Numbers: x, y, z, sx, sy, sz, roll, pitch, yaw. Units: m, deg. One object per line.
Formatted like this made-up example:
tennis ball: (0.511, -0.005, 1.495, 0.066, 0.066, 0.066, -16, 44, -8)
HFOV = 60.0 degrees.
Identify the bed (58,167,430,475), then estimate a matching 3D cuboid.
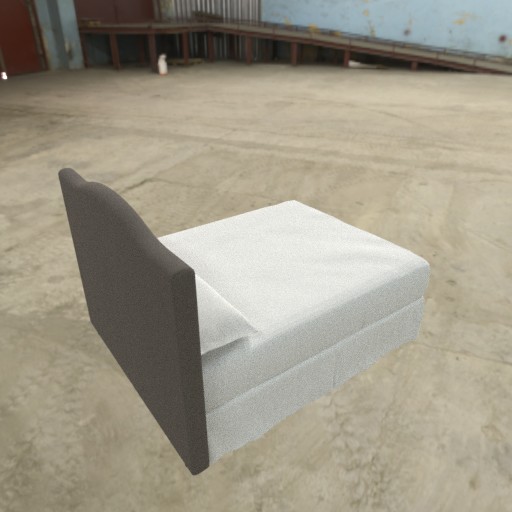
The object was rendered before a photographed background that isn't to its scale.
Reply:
bed: (0.000, 0.000, 3.122, 2.036, 1.387, 1.666, -19, 34, -31)
